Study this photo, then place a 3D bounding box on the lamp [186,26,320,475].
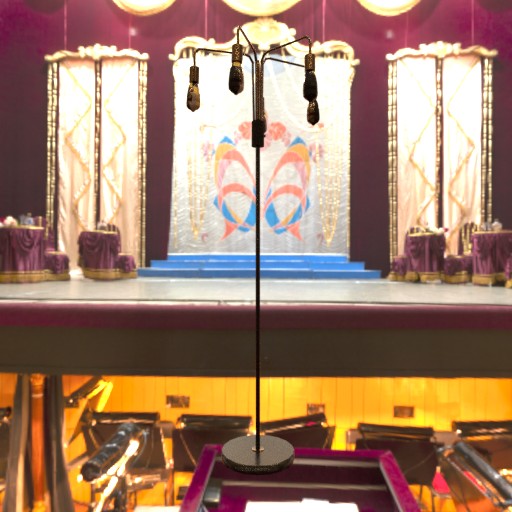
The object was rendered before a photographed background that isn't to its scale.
[{"bbox_3d":[0.000,0.000,1.899,0.572,1.721,0.599,0,0,1],"label":"lamp"}]
